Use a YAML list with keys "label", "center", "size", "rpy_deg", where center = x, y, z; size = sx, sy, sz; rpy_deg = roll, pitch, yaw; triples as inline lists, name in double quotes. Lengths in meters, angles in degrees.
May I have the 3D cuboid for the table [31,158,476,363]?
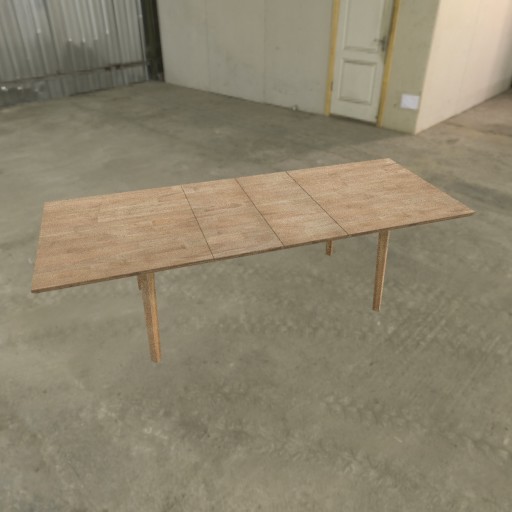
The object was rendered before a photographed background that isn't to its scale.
- label: "table"
  center: [0.000, 0.000, 3.069]
  size: [2.603, 0.752, 1.000]
  rpy_deg: [-10, 34, -15]
